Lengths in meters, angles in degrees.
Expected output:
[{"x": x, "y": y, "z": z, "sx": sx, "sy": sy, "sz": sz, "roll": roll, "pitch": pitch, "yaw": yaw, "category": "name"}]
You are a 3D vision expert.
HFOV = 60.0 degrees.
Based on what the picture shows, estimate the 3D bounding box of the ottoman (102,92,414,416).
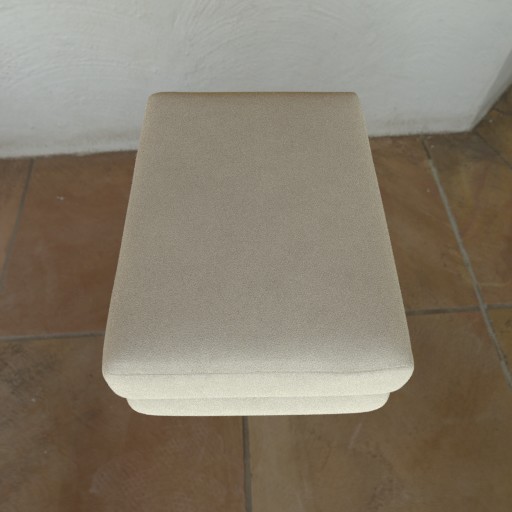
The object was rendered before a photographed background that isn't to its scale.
[{"x": 0.000, "y": 0.000, "z": 1.127, "sx": 0.569, "sy": 0.504, "sz": 0.773, "roll": -1, "pitch": 58, "yaw": 0, "category": "ottoman"}]
